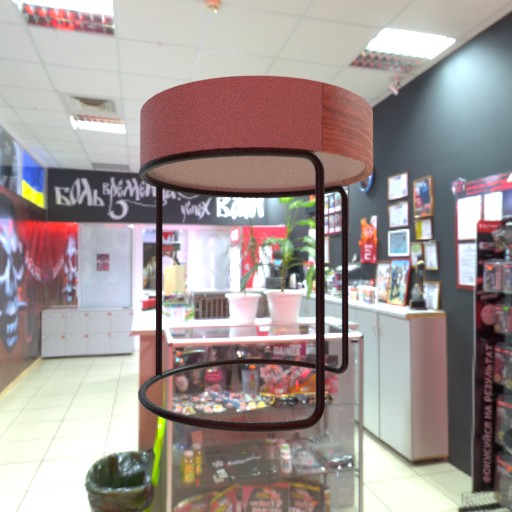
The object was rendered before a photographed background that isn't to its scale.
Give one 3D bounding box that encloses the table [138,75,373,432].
[{"bbox_3d":[0.000,0.000,0.877,0.450,0.530,0.450,0,-1,0],"label":"table"}]
